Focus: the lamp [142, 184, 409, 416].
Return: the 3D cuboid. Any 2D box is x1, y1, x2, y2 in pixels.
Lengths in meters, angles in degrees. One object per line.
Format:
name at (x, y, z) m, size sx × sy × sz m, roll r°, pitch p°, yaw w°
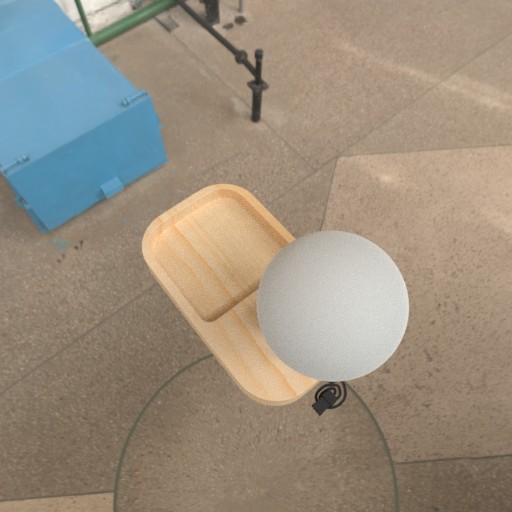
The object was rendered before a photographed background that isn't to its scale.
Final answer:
lamp at (0.000, 0.000, 0.468) m, size 0.173 × 0.253 × 0.331 m, roll -36°, pitch 68°, yaw -17°
